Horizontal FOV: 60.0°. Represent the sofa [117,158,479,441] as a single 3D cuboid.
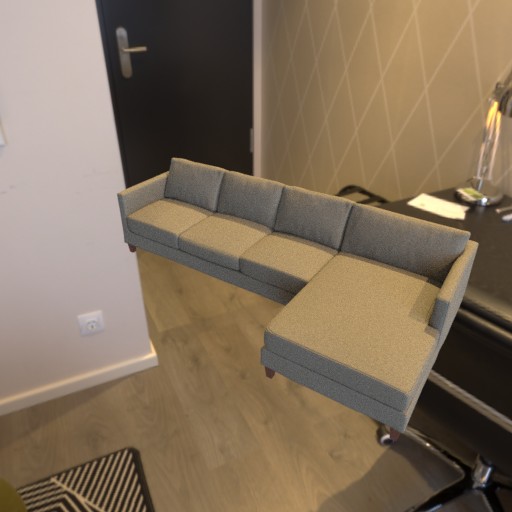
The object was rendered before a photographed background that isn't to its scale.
[{"bbox_3d":[0.000,0.000,3.813,3.186,0.861,1.625,19,36,28],"label":"sofa"}]
